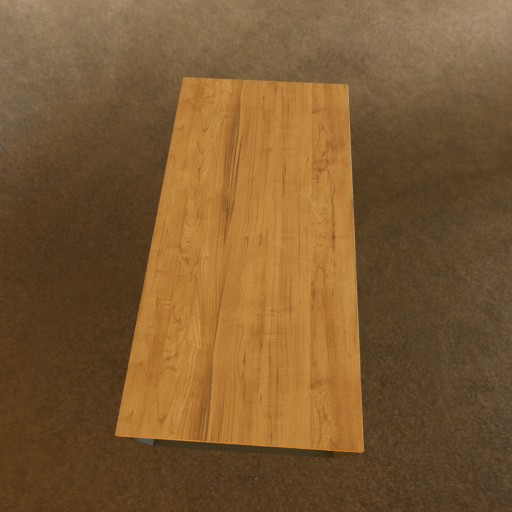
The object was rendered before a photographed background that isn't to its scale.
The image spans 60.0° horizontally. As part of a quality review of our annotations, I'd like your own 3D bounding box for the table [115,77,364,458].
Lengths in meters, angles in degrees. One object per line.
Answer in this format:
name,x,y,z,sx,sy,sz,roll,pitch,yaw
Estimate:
table,0.000,0.000,1.474,0.590,0.400,1.180,3,63,2
